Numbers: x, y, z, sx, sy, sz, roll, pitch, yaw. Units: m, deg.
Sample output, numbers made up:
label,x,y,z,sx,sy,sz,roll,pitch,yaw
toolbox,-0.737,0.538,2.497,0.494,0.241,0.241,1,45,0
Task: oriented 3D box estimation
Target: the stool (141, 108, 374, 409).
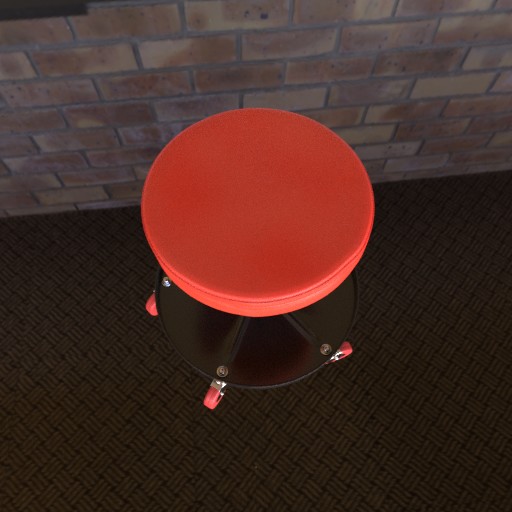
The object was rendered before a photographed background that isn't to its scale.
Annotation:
label,x,y,z,sx,sy,sz,roll,pitch,yaw
stool,0.000,0.000,0.681,0.381,0.365,0.382,-36,70,-15
